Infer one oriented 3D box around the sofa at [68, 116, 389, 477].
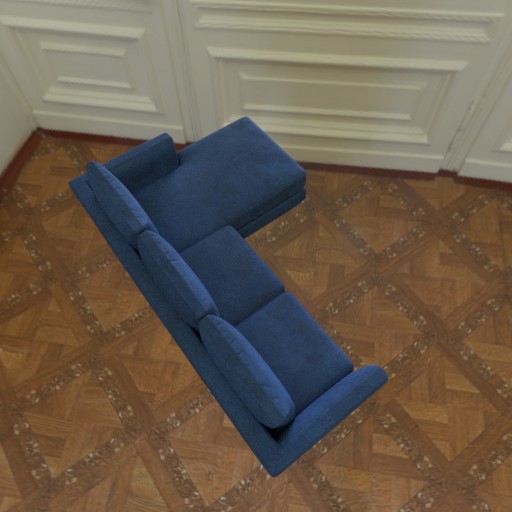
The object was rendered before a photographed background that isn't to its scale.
[{"bbox_3d":[0.000,0.000,3.210,1.622,0.987,2.438,-33,65,-18],"label":"sofa"}]
